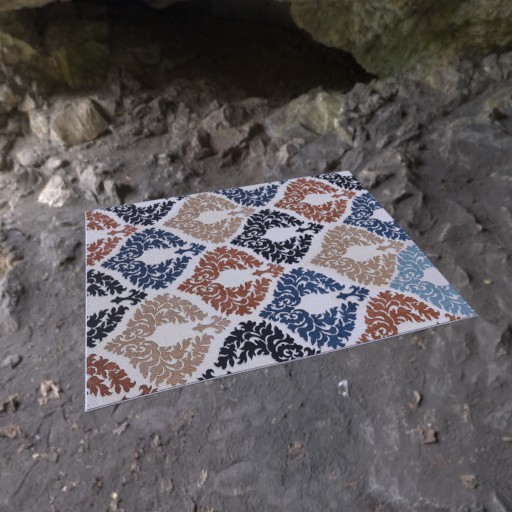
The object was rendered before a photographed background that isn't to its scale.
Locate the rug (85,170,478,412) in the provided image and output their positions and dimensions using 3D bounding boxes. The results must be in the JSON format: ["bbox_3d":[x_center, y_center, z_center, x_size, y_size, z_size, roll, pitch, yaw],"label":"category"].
[{"bbox_3d":[0.000,0.000,4.116,3.040,0.014,2.423,-11,42,-12],"label":"rug"}]
